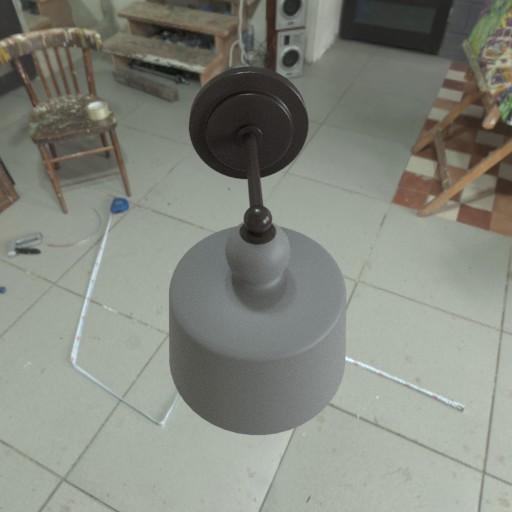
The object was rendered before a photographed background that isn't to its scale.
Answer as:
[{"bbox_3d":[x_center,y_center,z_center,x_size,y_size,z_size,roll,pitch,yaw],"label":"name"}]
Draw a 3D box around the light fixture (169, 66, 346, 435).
[{"bbox_3d":[0.000,0.000,0.440,0.204,0.268,0.254,-3,47,-2],"label":"light fixture"}]
